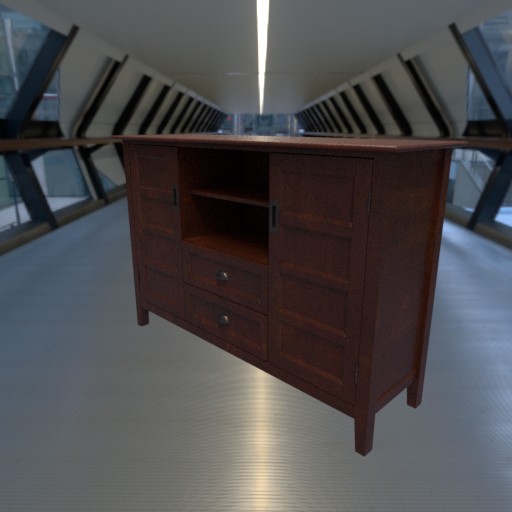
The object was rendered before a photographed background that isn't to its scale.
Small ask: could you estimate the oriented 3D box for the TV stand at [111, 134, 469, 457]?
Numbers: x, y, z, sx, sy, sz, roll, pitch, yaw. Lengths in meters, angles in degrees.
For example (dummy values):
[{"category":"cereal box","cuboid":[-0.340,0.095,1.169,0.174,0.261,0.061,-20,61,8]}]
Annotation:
[{"category":"TV stand","cuboid":[0.000,0.000,1.778,1.372,0.915,0.445,16,23,43]}]
